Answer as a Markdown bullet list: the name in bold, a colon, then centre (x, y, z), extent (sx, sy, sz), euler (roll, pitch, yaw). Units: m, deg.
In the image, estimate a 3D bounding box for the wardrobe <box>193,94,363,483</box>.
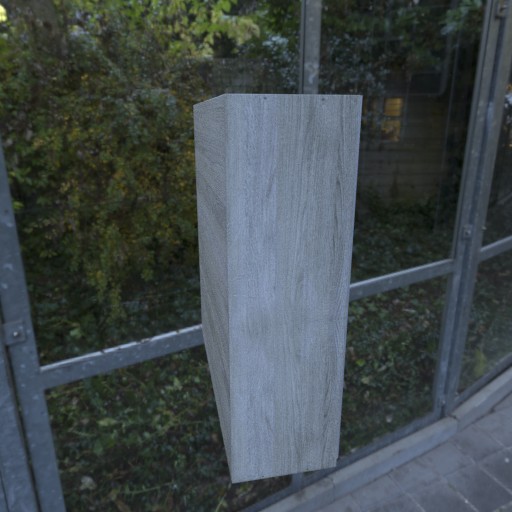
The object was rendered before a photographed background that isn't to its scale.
- **wardrobe**: centre (0.000, 0.000, 2.964), extent (0.629, 1.960, 1.780), euler (-4, 18, -11)
